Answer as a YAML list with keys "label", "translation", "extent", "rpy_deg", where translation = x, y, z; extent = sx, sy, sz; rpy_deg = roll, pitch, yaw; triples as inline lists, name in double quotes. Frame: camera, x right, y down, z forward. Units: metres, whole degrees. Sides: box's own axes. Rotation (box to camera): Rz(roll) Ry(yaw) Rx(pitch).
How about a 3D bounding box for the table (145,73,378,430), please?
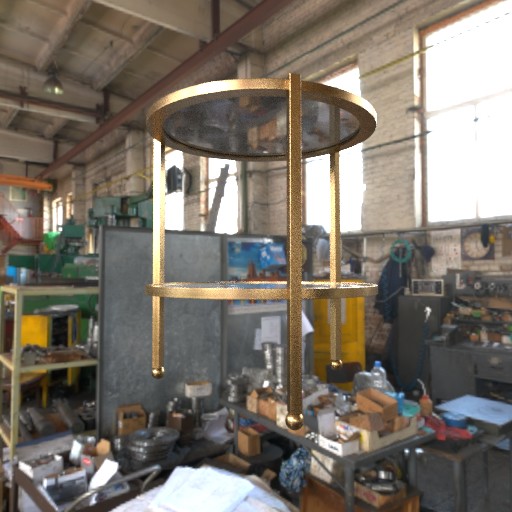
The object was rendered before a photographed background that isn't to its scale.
- label: "table"
  translation: [0.000, 0.000, 0.458]
  extent: [0.243, 0.269, 0.231]
  rpy_deg: [-1, -2, 19]
